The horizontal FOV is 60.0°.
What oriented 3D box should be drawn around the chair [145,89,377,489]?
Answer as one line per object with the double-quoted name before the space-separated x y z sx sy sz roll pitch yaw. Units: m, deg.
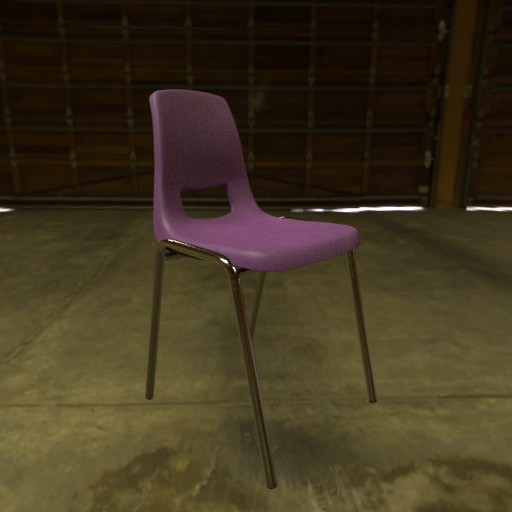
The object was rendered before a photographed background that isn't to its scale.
"chair" 0.000 0.000 0.959 0.432 0.704 0.381 13 20 41
